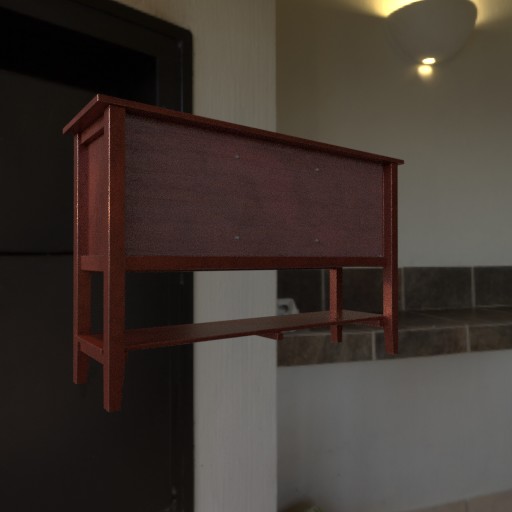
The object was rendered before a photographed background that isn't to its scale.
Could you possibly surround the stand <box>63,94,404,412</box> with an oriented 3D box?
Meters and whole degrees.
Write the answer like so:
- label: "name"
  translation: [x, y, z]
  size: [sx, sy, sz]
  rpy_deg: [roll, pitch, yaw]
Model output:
- label: "stand"
  translation: [0.000, 0.000, 1.765]
  size: [1.362, 0.872, 0.410]
  rpy_deg: [0, -1, -36]
